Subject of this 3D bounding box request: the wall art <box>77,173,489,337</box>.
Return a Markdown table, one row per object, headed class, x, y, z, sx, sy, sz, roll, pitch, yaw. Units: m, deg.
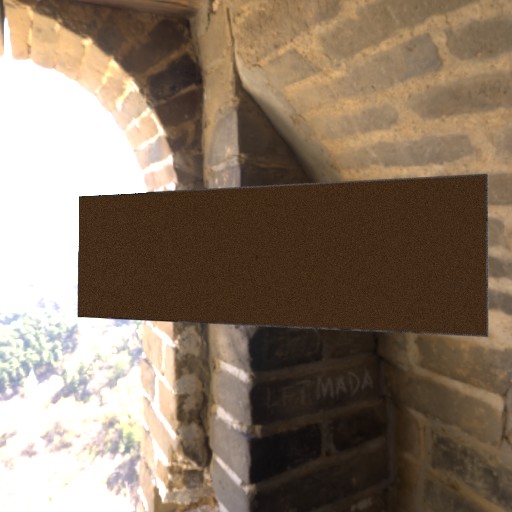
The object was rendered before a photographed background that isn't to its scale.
| class | x | y | z | sx | sy | sz | roll | pitch | yaw |
| --- | --- | --- | --- | --- | --- | --- | --- | --- | --- |
| wall art | 0.000 | 0.000 | 0.813 | 0.759 | 0.251 | 0.037 | 0 | -1 | 18 |
